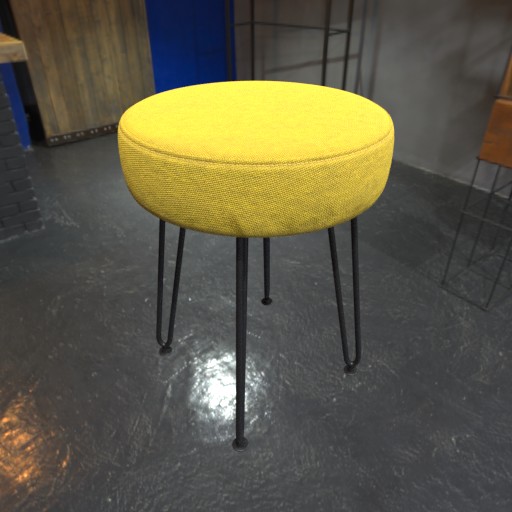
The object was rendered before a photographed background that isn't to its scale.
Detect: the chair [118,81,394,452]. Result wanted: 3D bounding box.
[{"bbox_3d":[0.000,0.000,0.677,0.345,0.455,0.345,-23,40,-30],"label":"chair"}]
